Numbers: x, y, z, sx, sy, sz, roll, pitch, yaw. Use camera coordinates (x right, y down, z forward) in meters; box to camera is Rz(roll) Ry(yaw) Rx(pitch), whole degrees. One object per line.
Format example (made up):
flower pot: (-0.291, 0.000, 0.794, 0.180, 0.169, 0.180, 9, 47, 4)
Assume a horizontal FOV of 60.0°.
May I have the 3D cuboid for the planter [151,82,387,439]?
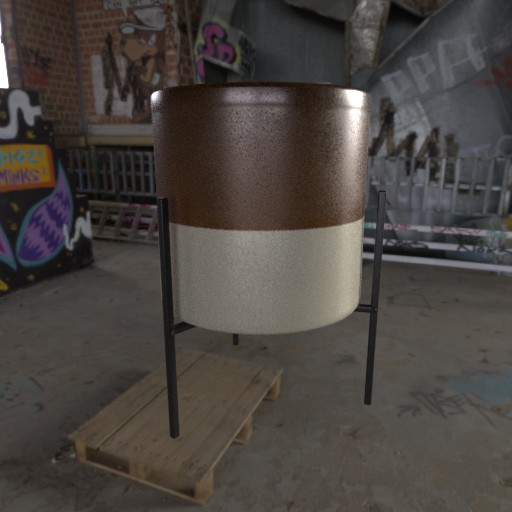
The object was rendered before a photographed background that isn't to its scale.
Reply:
planter: (0.000, 0.000, 0.545, 0.255, 0.375, 0.269, 13, 19, 41)
